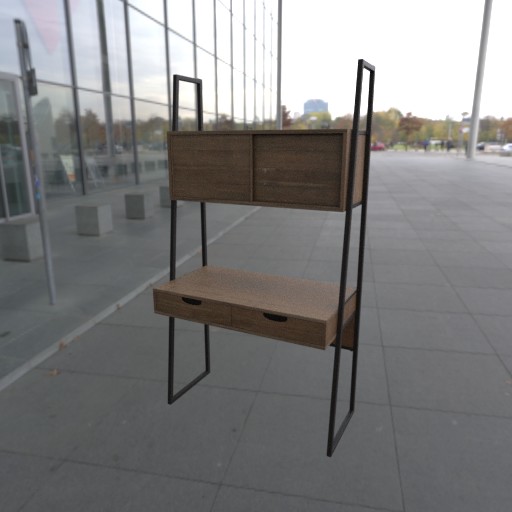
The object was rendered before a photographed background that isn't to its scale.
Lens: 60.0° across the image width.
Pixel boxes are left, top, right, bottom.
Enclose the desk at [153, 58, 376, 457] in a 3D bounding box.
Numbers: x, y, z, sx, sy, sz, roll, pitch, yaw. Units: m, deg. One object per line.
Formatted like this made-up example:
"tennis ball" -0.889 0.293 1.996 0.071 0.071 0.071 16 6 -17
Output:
"desk" 0.000 0.000 2.264 0.982 1.809 0.515 7 16 26
